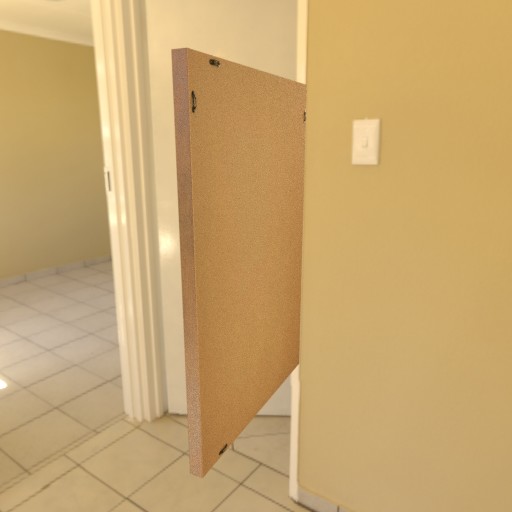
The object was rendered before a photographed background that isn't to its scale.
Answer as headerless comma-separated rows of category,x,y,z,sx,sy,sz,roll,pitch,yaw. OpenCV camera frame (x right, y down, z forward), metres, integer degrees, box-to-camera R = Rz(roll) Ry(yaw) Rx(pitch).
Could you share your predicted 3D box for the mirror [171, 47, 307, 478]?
mirror,0.000,0.000,1.177,0.040,0.915,0.609,7,16,26
